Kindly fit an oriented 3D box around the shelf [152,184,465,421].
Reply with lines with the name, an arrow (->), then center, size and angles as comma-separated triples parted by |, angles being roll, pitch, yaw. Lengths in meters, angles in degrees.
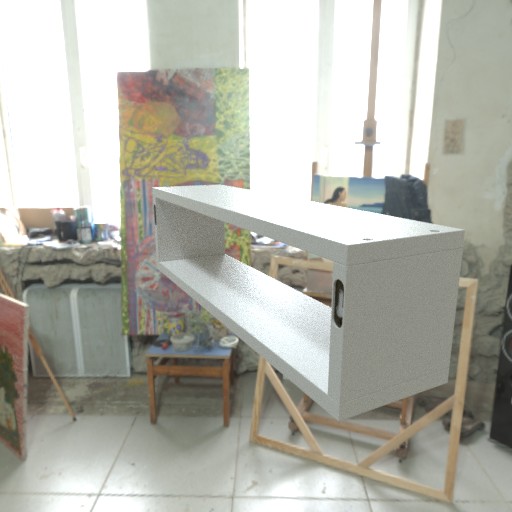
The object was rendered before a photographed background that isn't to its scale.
shelf -> 0.000, 0.000, 0.691 | 0.150, 0.170, 0.610 | -7, 16, -27
